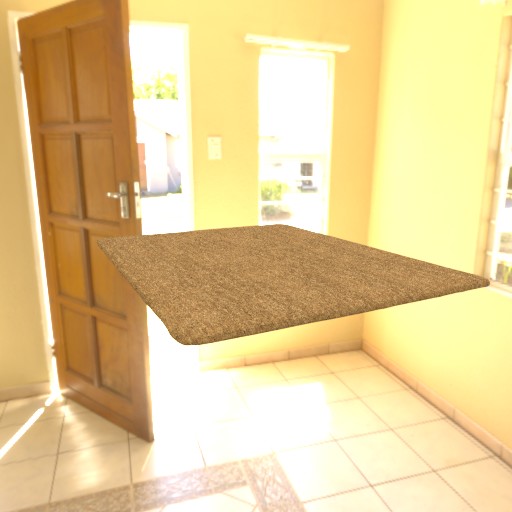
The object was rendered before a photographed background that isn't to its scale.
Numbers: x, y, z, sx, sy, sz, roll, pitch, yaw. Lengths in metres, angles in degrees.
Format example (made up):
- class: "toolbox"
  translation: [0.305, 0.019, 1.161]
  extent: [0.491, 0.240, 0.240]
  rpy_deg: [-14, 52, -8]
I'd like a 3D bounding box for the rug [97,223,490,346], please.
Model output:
- class: "rug"
  translation: [0.000, 0.000, 3.755]
  extent: [2.242, 0.050, 2.873]
  rpy_deg: [-7, 15, -27]
